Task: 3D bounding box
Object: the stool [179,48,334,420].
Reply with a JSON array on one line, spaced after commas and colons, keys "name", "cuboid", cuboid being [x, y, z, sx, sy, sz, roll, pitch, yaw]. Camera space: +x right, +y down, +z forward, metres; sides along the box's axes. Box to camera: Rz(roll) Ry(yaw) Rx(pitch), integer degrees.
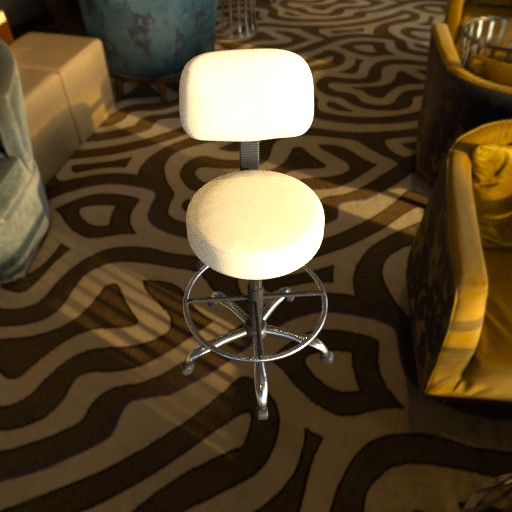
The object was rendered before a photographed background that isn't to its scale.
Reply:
[{"name": "stool", "cuboid": [0.000, 0.000, 1.435, 0.609, 1.080, 0.616, -3, 45, -3]}]
